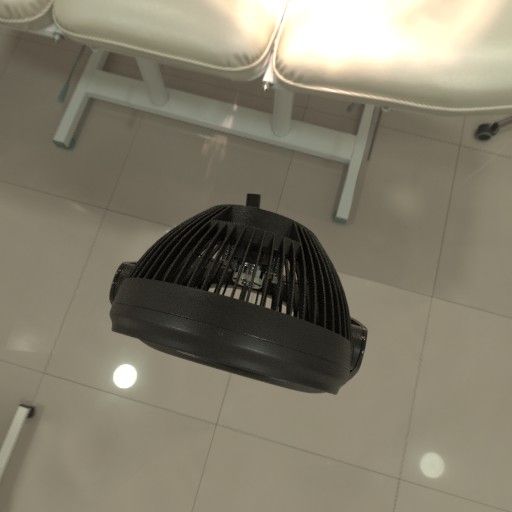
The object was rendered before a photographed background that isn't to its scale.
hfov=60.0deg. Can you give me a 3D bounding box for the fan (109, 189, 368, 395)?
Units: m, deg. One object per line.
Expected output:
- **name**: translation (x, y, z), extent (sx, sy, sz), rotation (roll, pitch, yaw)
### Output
- **fan**: translation (0.000, 0.000, 0.483), extent (0.273, 0.277, 0.256), rotation (15, 76, 4)
